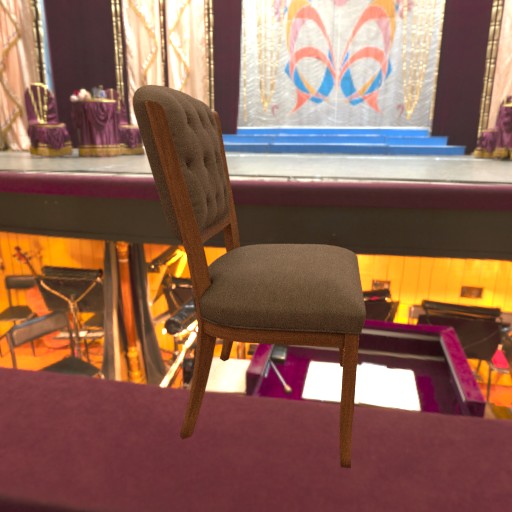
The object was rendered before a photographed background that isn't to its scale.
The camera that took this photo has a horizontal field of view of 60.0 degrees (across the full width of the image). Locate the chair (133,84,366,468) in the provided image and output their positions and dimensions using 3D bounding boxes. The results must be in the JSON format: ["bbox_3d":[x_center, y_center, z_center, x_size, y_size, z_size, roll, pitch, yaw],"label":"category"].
[{"bbox_3d":[0.000,0.000,1.248,0.584,0.905,0.513,3,16,10],"label":"chair"}]
